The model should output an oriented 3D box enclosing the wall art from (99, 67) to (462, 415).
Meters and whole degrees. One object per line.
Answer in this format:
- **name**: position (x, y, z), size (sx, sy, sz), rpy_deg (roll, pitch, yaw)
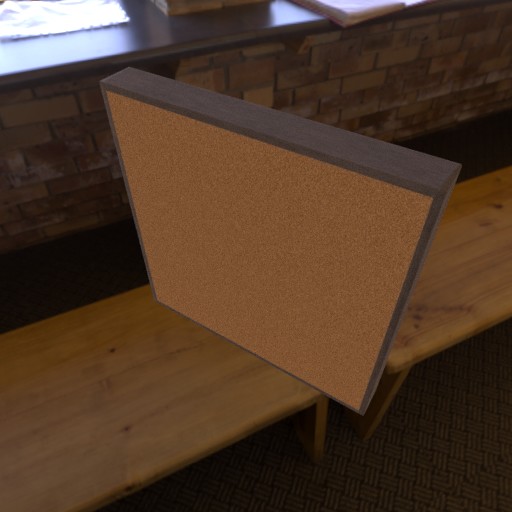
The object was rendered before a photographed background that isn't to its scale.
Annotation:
- **wall art**: position (0.000, 0.000, 0.448), size (0.303, 0.302, 0.038), rpy_deg (24, 50, 22)
